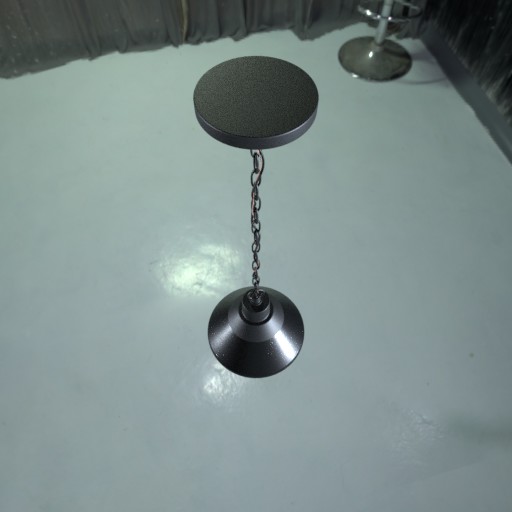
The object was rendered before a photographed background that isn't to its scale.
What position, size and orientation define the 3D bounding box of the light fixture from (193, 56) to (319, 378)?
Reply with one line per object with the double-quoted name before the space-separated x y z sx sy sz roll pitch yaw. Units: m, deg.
"light fixture" 0.000 0.000 0.673 0.201 0.588 0.201 -15 59 -9
